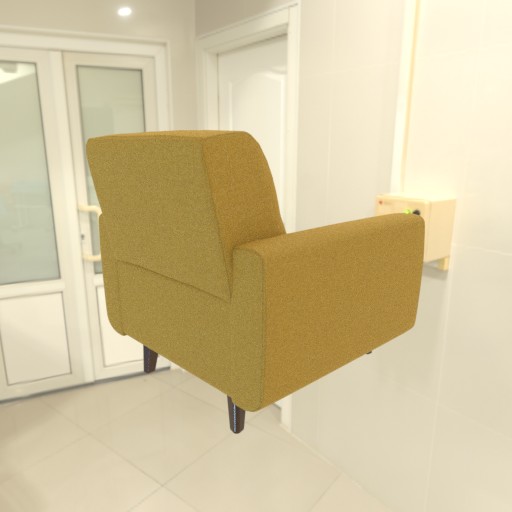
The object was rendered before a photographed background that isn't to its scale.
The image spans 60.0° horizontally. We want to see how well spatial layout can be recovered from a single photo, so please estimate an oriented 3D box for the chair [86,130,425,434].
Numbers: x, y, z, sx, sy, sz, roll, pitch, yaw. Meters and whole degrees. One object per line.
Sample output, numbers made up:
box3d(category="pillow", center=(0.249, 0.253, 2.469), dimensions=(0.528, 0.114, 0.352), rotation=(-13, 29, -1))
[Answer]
box3d(category="chair", center=(0.000, 0.000, 1.559), dimensions=(0.909, 0.841, 0.831), rotation=(-14, 20, -43))
